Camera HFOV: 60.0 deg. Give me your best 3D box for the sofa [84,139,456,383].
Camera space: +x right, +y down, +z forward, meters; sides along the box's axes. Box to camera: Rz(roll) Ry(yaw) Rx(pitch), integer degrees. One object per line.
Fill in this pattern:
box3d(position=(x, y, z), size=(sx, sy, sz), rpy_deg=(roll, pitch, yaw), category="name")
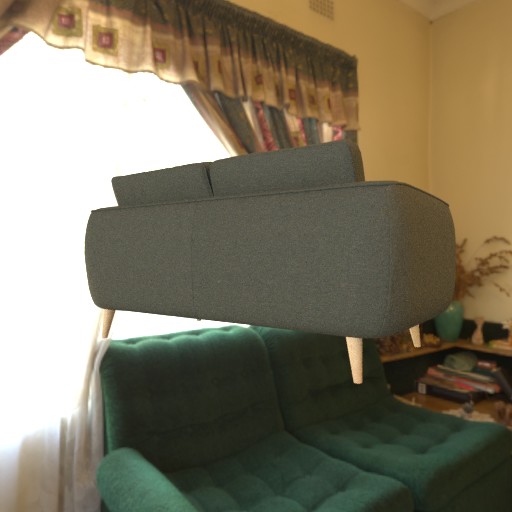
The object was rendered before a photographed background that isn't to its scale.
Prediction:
box3d(position=(0.000, 0.000, 2.202), size=(1.700, 0.850, 0.920), rpy_deg=(0, 0, 35), category="sofa")
